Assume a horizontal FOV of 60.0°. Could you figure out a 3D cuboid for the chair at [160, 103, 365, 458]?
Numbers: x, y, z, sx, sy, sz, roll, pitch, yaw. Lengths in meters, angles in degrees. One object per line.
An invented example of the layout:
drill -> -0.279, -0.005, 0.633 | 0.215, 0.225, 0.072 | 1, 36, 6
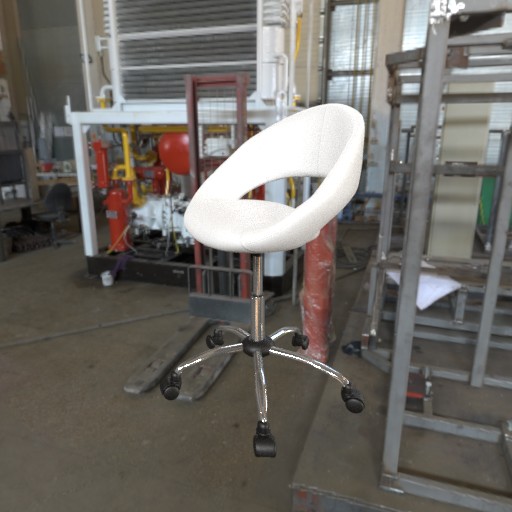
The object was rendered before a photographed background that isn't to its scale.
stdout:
chair -> 0.000, 0.000, 1.201 | 0.538, 0.791, 0.612 | -8, 18, -25
